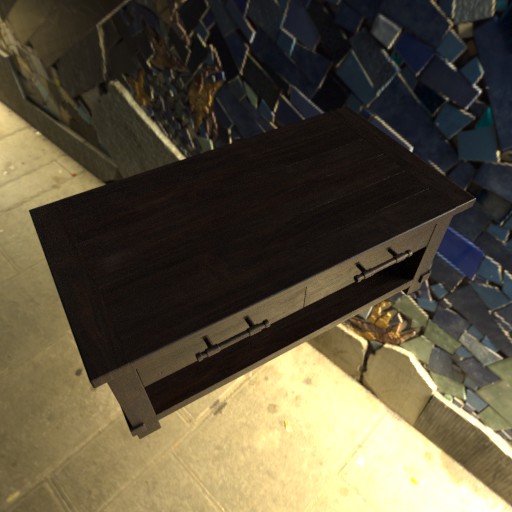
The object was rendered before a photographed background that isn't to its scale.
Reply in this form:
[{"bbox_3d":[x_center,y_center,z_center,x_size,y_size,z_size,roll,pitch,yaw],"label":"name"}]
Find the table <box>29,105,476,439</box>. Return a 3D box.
[{"bbox_3d":[0.000,0.000,1.602,1.270,0.494,0.700,-23,52,-20],"label":"table"}]
